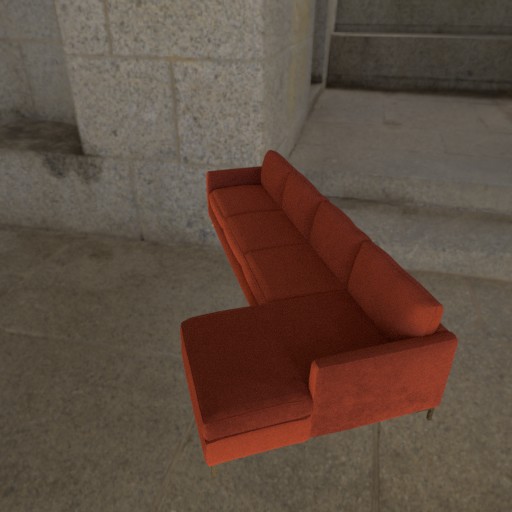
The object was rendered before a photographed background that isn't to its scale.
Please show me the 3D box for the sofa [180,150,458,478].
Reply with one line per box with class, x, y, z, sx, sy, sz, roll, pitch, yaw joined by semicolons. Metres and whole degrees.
sofa;0.000;0.000;3.381;1.350;0.810;2.932;-8;31;-14
